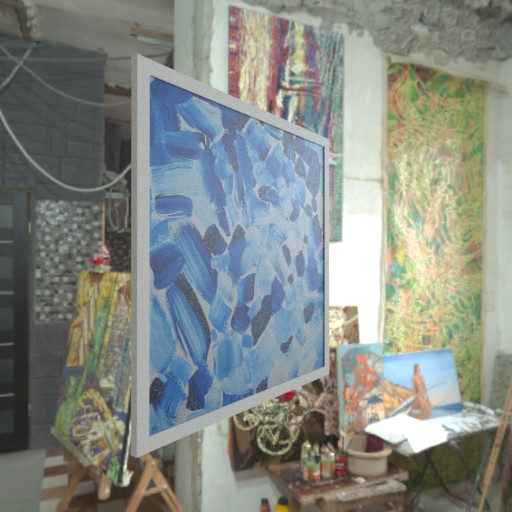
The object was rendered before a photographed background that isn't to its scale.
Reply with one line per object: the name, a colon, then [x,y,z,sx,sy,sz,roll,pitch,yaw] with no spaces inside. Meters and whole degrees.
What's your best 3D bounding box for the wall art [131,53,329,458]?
wall art: [0.000,0.000,0.990,0.015,0.660,0.660,0,0,37]
